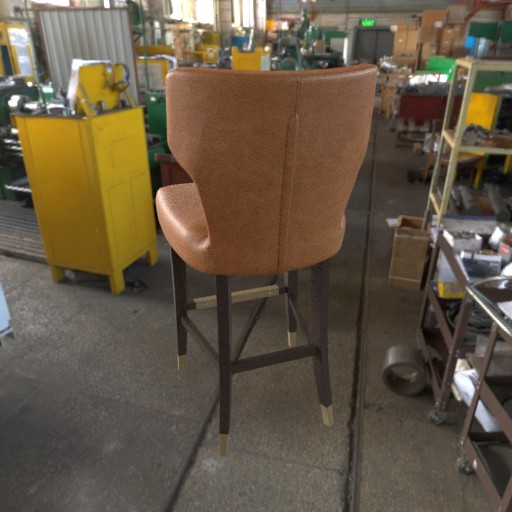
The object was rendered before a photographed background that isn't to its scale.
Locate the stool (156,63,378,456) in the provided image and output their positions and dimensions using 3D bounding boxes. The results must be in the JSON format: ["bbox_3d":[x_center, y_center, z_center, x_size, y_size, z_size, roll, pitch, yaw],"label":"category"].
[{"bbox_3d":[0.000,0.000,1.360,0.526,1.092,0.563,-9,27,-17],"label":"stool"}]
